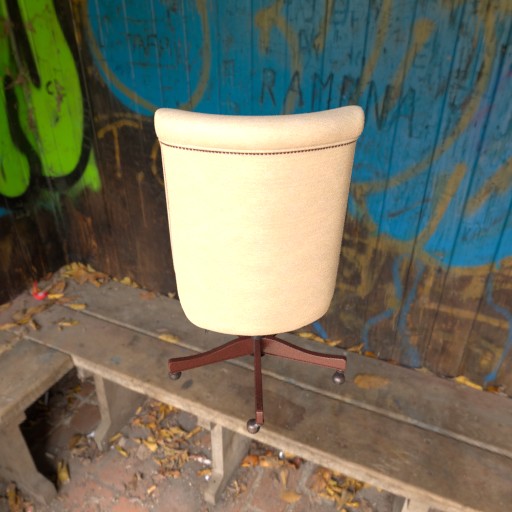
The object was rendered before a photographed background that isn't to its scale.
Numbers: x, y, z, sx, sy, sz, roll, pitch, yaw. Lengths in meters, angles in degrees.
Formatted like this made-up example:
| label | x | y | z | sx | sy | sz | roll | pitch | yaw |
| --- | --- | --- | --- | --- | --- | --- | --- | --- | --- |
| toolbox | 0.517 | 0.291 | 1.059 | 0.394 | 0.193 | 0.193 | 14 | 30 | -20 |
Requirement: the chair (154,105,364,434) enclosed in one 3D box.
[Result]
| label | x | y | z | sx | sy | sz | roll | pitch | yaw |
| --- | --- | --- | --- | --- | --- | --- | --- | --- | --- |
| chair | 0.000 | 0.000 | 1.402 | 0.645 | 1.010 | 0.696 | -2 | 31 | -3 |
